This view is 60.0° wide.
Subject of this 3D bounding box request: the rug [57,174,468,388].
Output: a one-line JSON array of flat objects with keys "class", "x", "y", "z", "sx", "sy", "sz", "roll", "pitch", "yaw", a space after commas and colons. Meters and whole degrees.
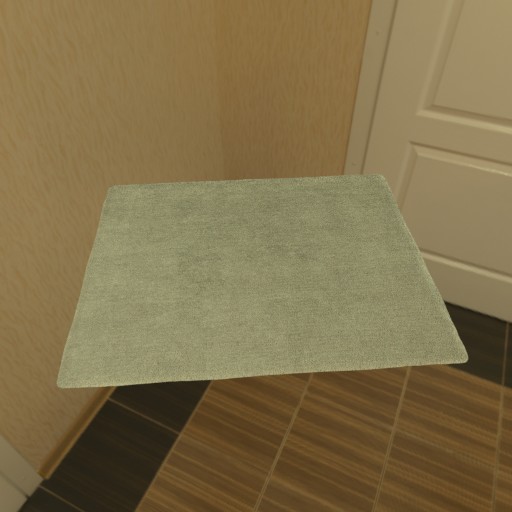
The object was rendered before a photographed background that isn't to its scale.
[{"class": "rug", "x": 0.000, "y": 0.000, "z": 3.893, "sx": 2.933, "sy": 0.027, "sz": 2.332, "roll": -3, "pitch": 45, "yaw": -3}]
